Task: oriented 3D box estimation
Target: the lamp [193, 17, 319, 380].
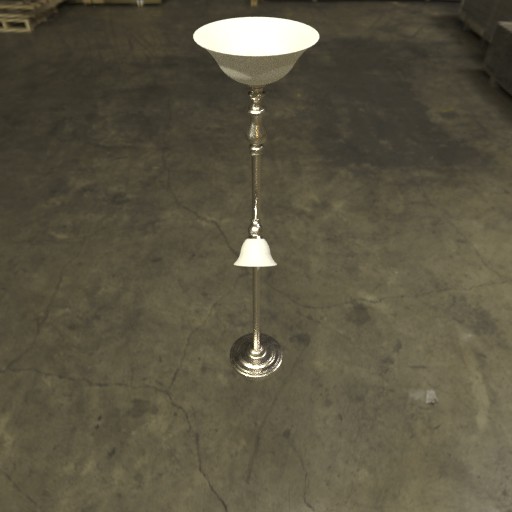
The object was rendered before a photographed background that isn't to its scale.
[{"bbox_3d":[0.000,0.000,1.971,0.405,1.785,0.575,0,42,0],"label":"lamp"}]
